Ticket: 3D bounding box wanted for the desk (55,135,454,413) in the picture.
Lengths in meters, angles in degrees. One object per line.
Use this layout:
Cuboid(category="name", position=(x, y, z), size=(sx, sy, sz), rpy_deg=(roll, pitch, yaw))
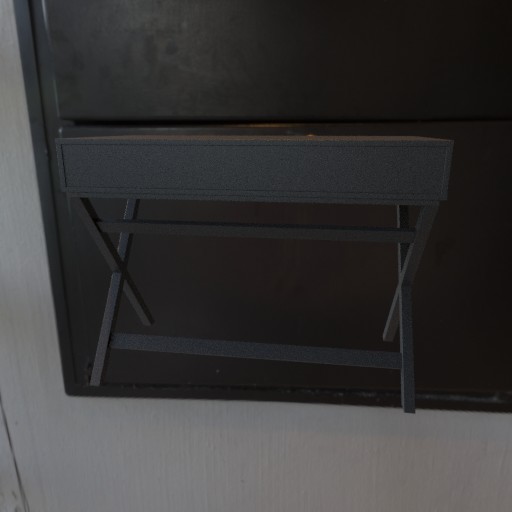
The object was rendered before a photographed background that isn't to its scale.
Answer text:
Cuboid(category="desk", position=(0.000, 0.000, 1.509), size=(1.057, 0.780, 0.504), rpy_deg=(2, 16, 8))
